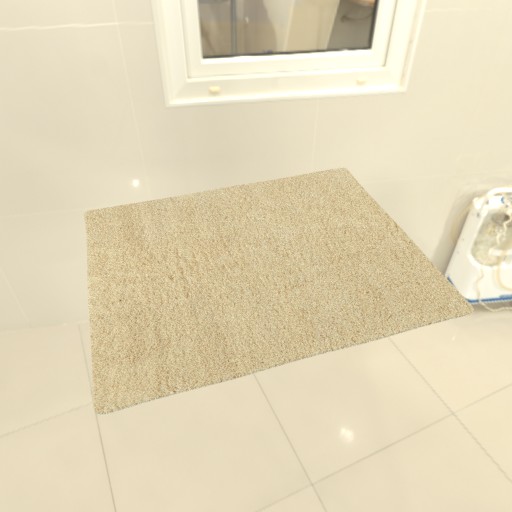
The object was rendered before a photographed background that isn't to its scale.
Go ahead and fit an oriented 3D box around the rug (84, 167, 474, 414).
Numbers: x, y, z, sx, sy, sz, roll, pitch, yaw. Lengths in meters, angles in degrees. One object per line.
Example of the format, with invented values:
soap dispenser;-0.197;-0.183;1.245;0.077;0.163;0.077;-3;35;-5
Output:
rug;0.000;0.000;4.112;3.001;0.025;2.401;-12;43;-13
